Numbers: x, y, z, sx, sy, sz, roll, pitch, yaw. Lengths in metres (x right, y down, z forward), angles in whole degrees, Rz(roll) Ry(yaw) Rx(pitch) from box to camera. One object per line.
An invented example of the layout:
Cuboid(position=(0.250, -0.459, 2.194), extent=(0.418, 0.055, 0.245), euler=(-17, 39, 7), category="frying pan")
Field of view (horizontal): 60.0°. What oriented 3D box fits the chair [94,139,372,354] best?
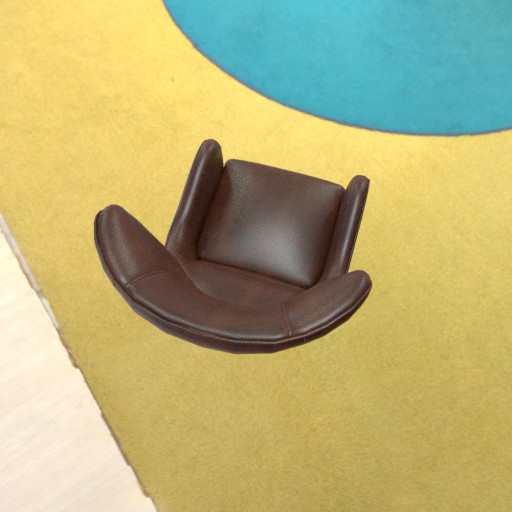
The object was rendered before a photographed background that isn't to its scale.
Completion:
Cuboid(position=(0.000, 0.000, 1.607), extent=(0.692, 1.048, 0.914), euler=(15, 66, 7), category="chair")
